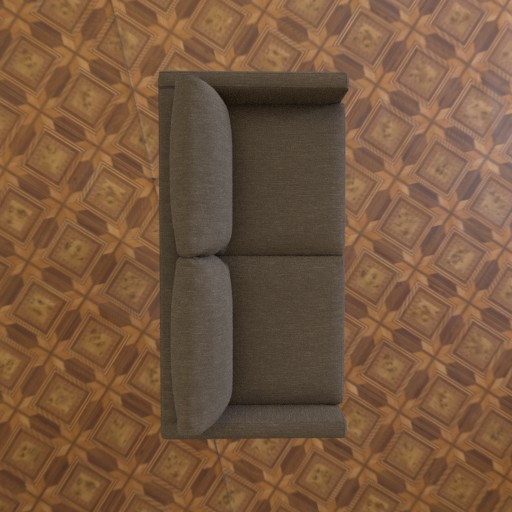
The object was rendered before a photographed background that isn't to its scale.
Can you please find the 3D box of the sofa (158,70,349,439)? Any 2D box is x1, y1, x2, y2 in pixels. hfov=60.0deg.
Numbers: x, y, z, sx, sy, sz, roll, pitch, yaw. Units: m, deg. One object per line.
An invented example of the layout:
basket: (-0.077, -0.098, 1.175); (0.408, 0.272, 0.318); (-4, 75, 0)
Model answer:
sofa: (0.000, 0.000, 2.188); (0.875, 0.840, 1.682); (0, 92, -1)
